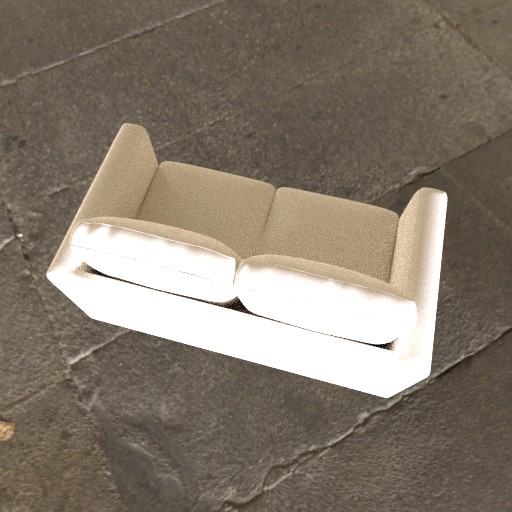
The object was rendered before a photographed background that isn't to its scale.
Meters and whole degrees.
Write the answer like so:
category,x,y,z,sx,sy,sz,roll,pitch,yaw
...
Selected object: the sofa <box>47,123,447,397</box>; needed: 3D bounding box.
category,x,y,z,sx,sy,sz,roll,pitch,yaw
sofa,0.000,0.000,1.942,1.430,0.908,0.796,14,65,6
